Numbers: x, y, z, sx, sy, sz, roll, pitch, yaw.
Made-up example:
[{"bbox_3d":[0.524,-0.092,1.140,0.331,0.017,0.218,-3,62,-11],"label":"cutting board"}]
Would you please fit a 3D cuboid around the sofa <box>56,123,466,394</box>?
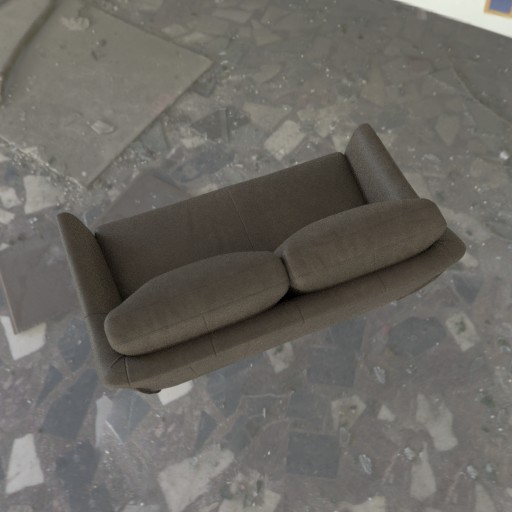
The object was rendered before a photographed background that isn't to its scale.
[{"bbox_3d":[0.000,0.000,2.088,1.619,0.902,0.960,-19,64,-10],"label":"sofa"}]
